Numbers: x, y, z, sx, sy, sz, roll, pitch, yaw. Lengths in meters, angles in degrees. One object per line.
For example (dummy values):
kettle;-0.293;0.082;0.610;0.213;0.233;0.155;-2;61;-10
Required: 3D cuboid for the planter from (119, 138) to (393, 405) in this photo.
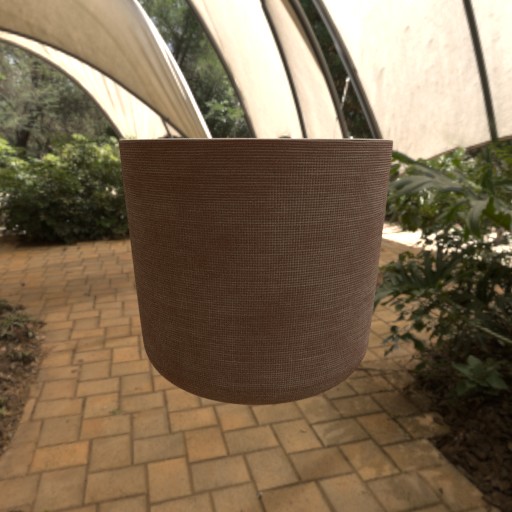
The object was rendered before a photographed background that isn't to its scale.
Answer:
planter;0.000;0.000;0.789;0.440;0.398;0.440;0;14;0
